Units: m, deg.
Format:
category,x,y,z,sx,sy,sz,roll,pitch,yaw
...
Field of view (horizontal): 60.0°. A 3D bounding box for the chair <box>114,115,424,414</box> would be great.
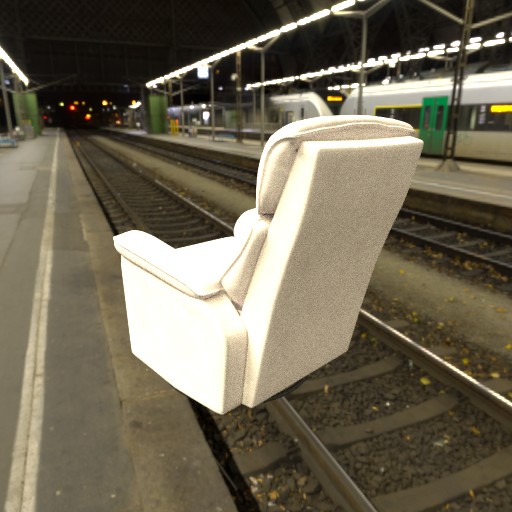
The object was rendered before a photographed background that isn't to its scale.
category,x,y,z,sx,sy,sz,roll,pitch,yaw
chair,0.000,0.000,1.726,0.820,1.039,1.001,-16,23,-42
